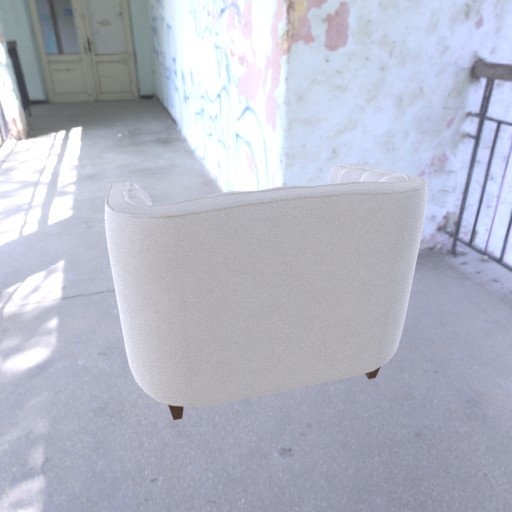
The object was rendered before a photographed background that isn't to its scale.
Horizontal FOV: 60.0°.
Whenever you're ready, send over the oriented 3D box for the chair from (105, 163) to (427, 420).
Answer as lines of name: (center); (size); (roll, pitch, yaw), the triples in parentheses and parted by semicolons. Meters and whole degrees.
chair: (0.000, 0.000, 1.810); (1.104, 0.852, 0.941); (-7, 29, -14)
